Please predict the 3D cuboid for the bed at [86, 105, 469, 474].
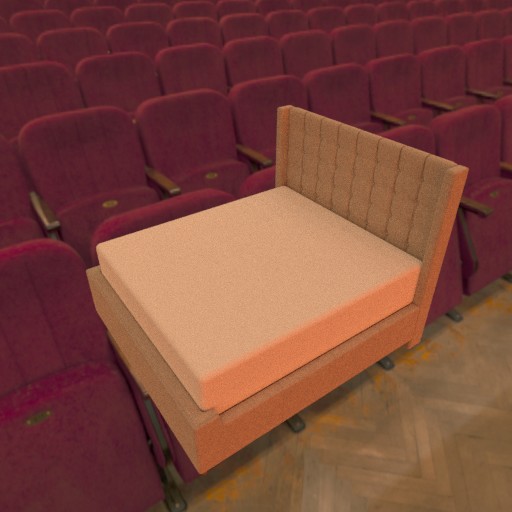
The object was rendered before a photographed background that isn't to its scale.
[{"bbox_3d":[0.000,0.000,3.785,2.370,1.743,2.045,-22,39,-29],"label":"bed"}]
